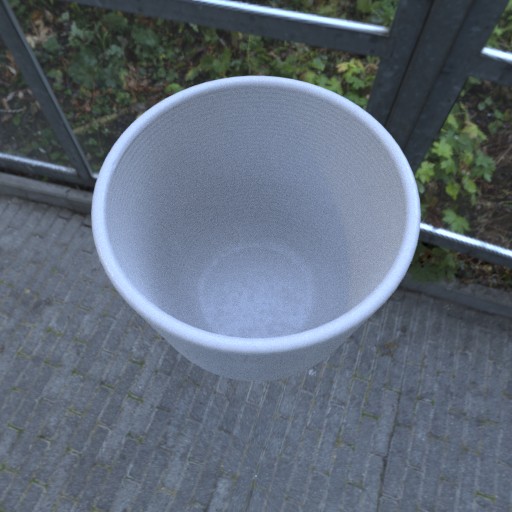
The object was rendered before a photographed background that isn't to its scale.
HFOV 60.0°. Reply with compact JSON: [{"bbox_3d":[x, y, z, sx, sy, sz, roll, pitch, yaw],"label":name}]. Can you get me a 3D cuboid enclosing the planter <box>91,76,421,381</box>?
[{"bbox_3d":[0.000,0.000,0.297,0.170,0.152,0.170,0,64,0],"label":"planter"}]
